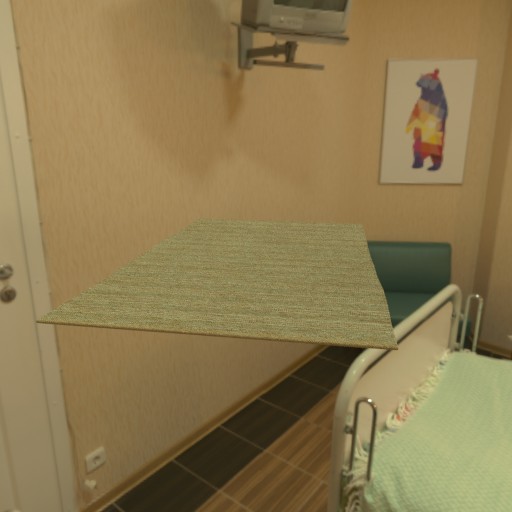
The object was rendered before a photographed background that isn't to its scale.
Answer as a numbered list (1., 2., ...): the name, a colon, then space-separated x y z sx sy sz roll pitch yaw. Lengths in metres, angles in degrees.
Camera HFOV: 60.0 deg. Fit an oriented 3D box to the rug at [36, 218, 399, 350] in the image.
1. rug: 0.000 0.000 2.969 1.540 0.012 2.448 3 16 9
